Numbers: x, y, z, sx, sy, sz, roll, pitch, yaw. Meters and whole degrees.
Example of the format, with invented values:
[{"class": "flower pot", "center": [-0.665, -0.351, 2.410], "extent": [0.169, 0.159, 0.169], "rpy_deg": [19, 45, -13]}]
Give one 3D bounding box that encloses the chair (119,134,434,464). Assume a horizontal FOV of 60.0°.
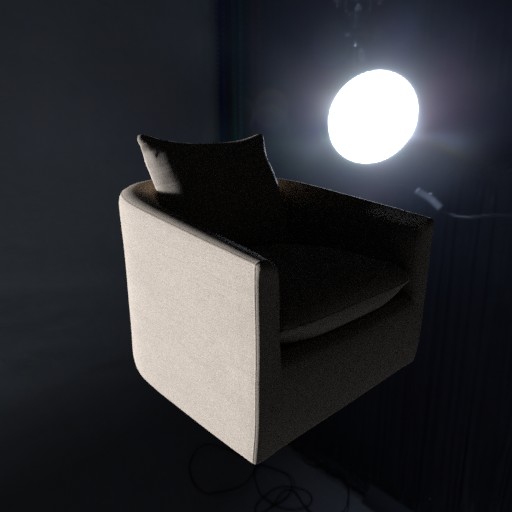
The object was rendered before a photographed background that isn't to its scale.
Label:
[{"class": "chair", "center": [0.000, 0.000, 1.590], "extent": [0.845, 0.848, 0.910], "rpy_deg": [-14, 20, -41]}]
